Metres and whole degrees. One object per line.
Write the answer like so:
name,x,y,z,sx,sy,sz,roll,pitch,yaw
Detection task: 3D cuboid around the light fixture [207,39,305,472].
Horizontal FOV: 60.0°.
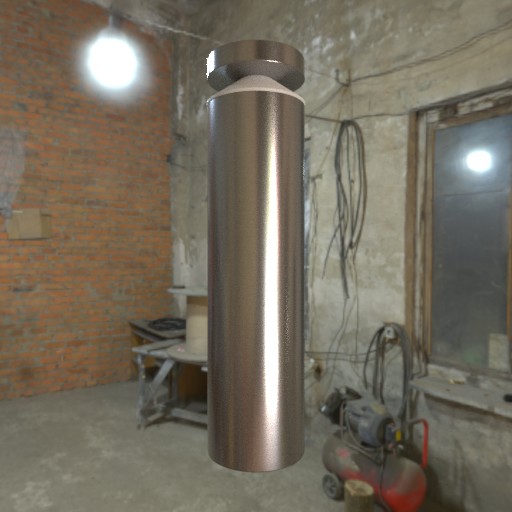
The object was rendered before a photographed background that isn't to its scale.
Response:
light fixture,0.000,0.000,0.460,0.102,0.400,0.102,0,0,18
